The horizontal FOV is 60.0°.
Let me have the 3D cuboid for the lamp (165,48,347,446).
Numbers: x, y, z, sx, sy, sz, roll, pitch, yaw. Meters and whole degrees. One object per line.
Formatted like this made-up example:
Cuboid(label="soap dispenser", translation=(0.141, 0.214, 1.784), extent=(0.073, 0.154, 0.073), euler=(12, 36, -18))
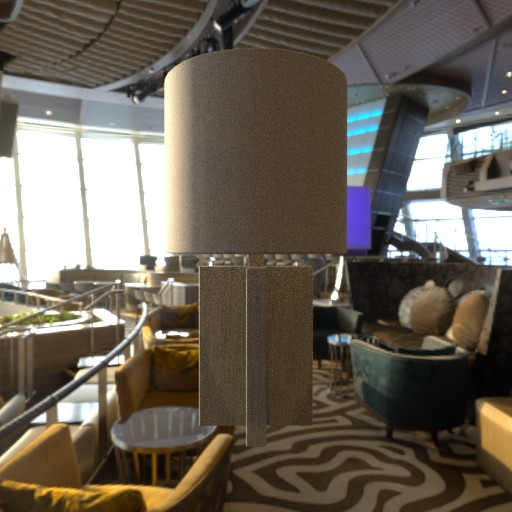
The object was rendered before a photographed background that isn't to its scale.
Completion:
Cuboid(label="lamp", translation=(0.000, 0.000, 0.568), extent=(0.229, 0.428, 0.229), euler=(0, 1, 0))
